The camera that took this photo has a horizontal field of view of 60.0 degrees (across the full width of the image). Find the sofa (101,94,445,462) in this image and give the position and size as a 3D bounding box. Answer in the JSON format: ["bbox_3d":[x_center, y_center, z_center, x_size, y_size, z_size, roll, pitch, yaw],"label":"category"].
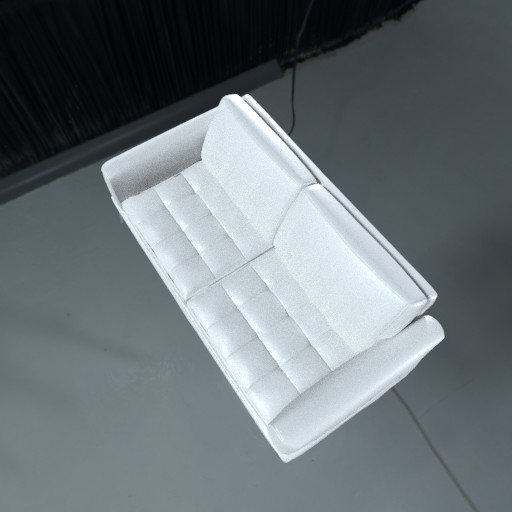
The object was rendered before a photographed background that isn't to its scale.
[{"bbox_3d":[0.000,0.000,2.786,1.121,0.930,2.177,-31,67,-15],"label":"sofa"}]
